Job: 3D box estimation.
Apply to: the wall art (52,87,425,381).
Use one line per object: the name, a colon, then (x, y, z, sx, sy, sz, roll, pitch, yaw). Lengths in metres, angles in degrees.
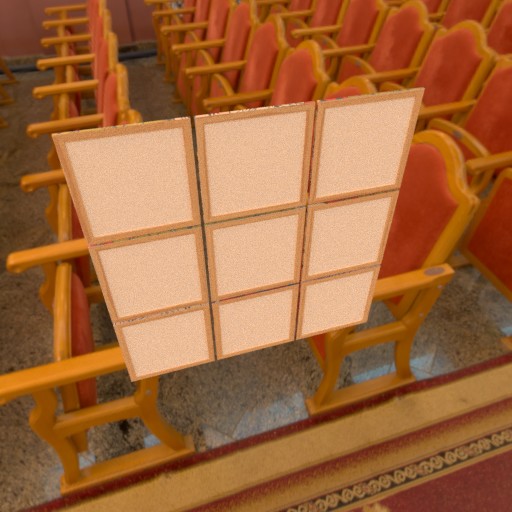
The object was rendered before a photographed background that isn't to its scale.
wall art: (0.000, 0.000, 1.785, 1.206, 1.218, 0.013, -12, 42, -13)
